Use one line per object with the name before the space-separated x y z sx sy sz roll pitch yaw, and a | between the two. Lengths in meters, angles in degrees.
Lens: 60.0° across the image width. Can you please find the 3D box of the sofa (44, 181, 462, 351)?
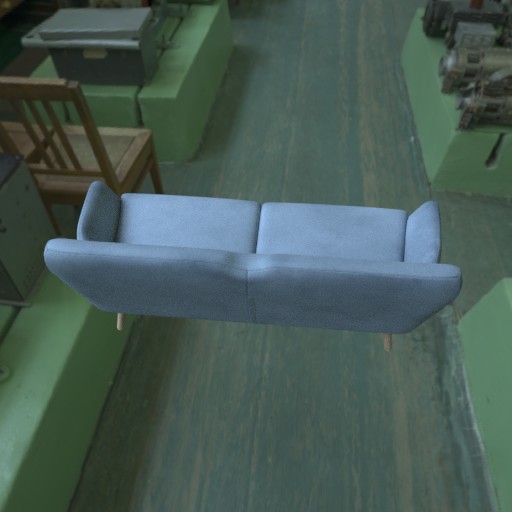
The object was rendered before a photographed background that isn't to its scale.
sofa | 0.000 0.000 2.293 1.870 0.810 0.850 4 49 3
